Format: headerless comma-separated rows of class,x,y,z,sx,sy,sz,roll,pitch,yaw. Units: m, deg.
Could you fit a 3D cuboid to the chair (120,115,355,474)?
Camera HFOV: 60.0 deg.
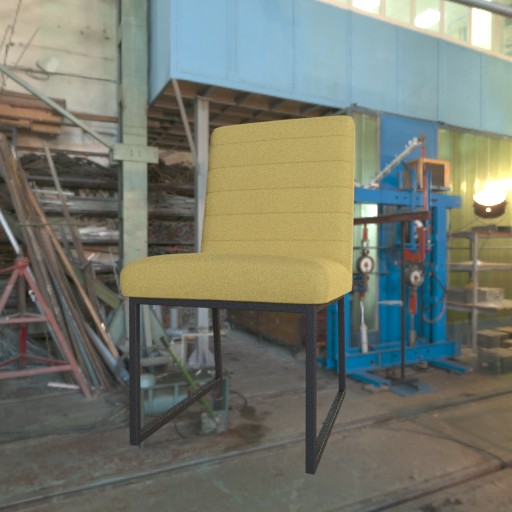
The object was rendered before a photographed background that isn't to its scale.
chair,0.000,0.000,1.301,0.520,0.930,0.634,0,1,18
